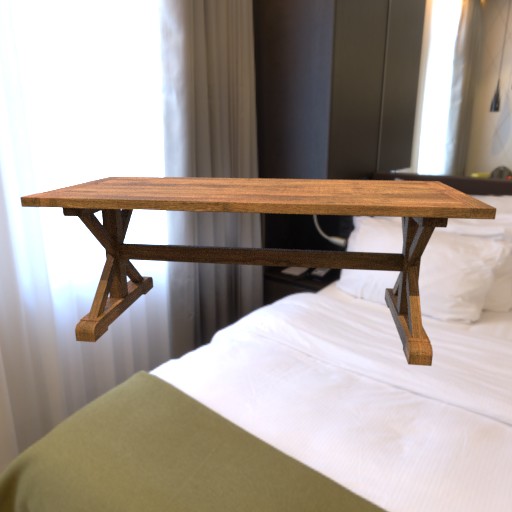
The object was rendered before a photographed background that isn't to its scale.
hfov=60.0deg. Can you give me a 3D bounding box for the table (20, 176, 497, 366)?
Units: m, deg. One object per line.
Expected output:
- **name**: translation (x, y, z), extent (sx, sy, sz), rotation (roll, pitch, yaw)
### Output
- **table**: translation (0.000, 0.000, 2.404), extent (2.031, 0.733, 0.907), rotation (2, 16, 8)
